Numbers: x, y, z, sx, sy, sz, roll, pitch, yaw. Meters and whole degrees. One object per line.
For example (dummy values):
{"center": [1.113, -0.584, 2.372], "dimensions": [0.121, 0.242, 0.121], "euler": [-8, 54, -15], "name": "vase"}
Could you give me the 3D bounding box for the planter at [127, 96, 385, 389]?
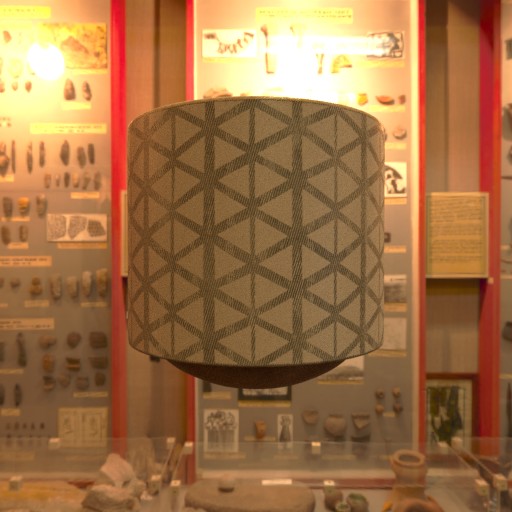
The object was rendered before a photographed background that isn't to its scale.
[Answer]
{"center": [0.000, 0.000, 0.342], "dimensions": [0.190, 0.181, 0.190], "euler": [0, 1, 0], "name": "planter"}
